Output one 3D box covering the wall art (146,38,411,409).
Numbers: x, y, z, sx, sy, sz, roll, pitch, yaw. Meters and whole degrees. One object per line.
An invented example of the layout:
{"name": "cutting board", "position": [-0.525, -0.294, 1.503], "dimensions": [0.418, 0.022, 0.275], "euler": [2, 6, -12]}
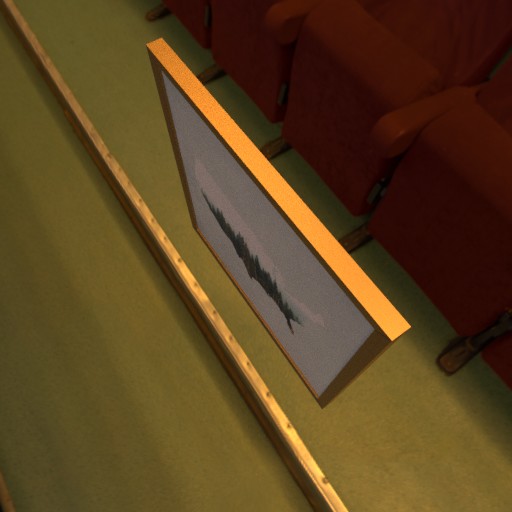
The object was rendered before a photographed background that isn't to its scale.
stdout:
{"name": "wall art", "position": [0.000, 0.000, 1.132], "dimensions": [0.038, 0.762, 0.762], "euler": [-31, 68, -14]}
